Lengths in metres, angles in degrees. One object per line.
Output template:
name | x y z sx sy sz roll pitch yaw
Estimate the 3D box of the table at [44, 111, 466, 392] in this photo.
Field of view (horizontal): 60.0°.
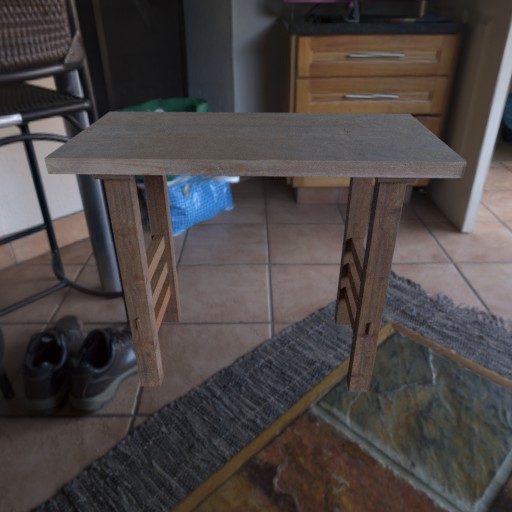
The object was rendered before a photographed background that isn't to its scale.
table | 0.000 0.000 1.643 1.119 0.914 0.556 1 30 2
